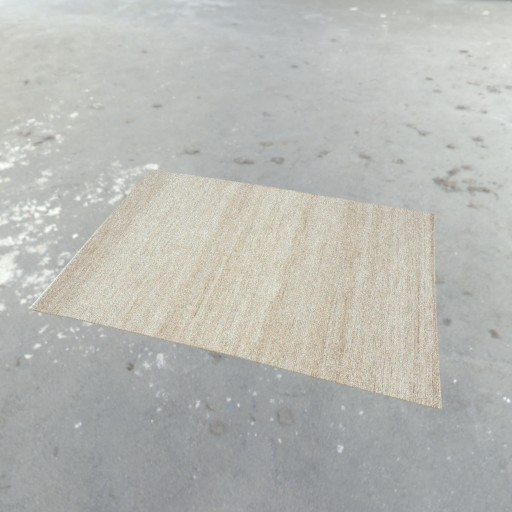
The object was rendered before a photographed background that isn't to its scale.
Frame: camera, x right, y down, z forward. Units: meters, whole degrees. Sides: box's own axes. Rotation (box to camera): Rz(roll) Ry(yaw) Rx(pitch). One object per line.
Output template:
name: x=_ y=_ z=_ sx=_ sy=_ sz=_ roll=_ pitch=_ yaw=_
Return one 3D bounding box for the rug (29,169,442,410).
rug: x=0.000 y=0.000 z=2.892 sx=2.283 sy=0.030 sz=1.596 roll=11 pitch=43 yaw=12
